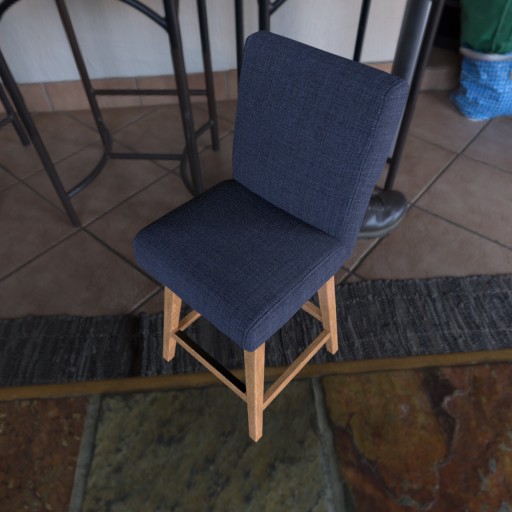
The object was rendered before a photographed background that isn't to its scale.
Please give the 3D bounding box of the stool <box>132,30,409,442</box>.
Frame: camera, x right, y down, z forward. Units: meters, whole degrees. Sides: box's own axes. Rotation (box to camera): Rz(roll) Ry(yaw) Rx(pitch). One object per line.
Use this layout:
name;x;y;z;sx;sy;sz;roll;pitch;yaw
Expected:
stool;0.000;0.000;1.272;0.459;1.010;0.526;33;56;27
